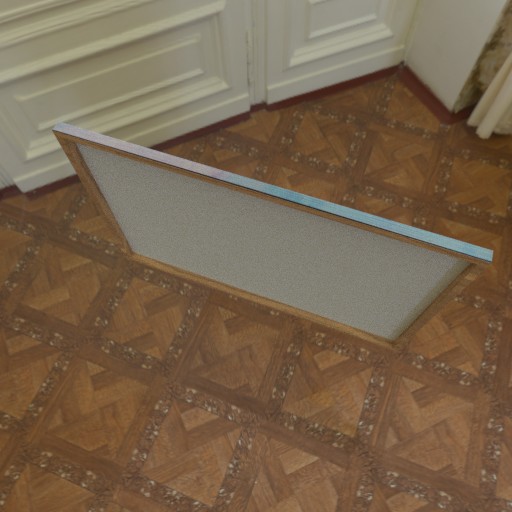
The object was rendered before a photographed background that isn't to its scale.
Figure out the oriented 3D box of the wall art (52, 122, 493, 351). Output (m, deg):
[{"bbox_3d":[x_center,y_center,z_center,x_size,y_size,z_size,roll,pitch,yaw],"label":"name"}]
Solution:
[{"bbox_3d":[0.000,0.000,1.425,1.137,0.756,0.034,18,64,9],"label":"wall art"}]
